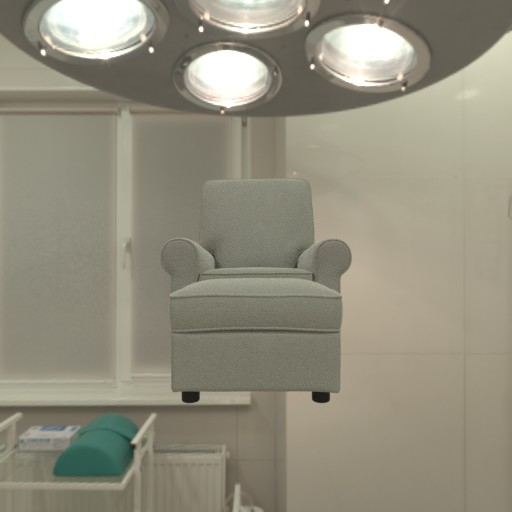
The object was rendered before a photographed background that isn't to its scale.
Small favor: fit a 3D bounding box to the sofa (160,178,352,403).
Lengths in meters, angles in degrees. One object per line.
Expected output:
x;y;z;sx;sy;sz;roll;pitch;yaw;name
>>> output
0.000;0.000;2.112;0.880;0.959;1.478;0;0;0;sofa
